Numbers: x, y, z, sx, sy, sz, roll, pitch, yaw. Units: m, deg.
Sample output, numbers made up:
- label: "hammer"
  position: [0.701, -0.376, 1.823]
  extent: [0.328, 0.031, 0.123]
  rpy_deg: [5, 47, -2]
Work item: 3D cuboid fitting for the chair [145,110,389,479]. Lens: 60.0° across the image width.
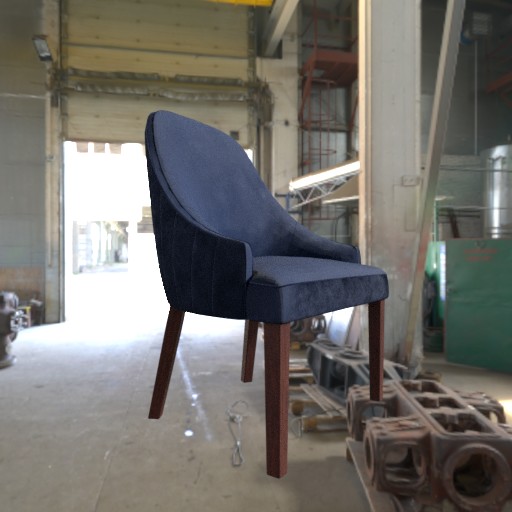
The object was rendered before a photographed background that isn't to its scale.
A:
- label: "chair"
  position: [0.000, 0.000, 1.284]
  extent: [0.575, 0.889, 0.643]
  rpy_deg: [0, 0, 35]
